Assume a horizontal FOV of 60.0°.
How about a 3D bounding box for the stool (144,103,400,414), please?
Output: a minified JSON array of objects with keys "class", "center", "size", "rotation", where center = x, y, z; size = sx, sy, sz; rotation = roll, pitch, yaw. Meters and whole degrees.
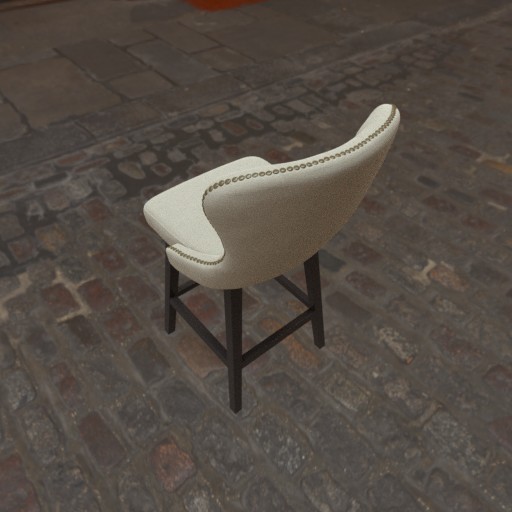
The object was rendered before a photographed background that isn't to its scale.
[{"class":"stool","center":[0.000,0.000,1.311],"size":[0.528,0.971,0.593],"rotation":[-30,51,-27]}]
